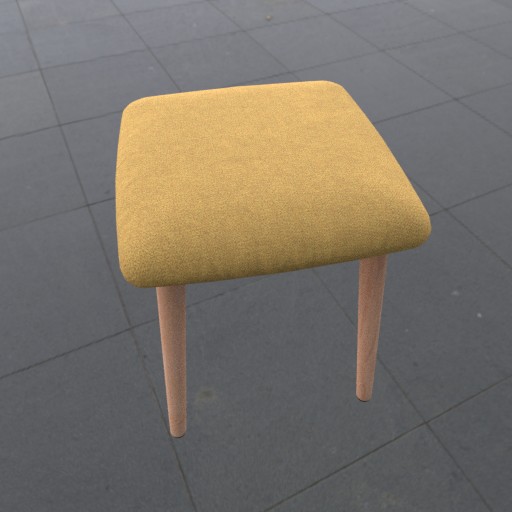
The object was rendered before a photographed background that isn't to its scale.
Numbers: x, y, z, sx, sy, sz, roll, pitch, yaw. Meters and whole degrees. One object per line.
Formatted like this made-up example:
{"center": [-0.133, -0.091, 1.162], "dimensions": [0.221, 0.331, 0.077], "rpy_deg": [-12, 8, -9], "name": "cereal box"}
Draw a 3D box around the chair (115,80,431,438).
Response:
{"center": [0.000, 0.000, 0.694], "dimensions": [0.350, 0.440, 0.350], "rpy_deg": [-8, 48, -7], "name": "chair"}
